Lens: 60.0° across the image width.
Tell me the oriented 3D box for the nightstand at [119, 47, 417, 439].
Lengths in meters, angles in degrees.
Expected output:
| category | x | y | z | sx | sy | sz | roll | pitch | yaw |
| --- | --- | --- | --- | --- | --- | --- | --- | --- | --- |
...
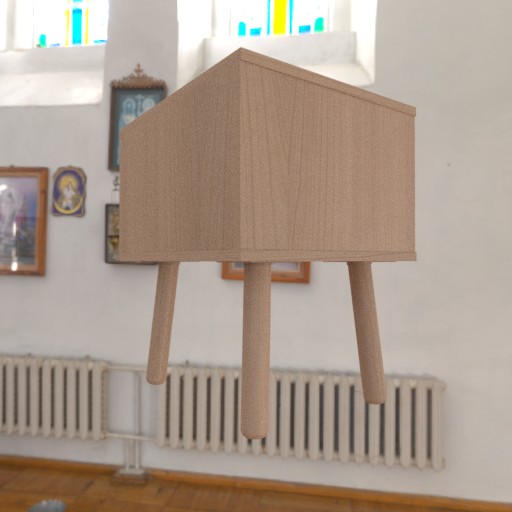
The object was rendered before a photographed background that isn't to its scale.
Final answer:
| category | x | y | z | sx | sy | sz | roll | pitch | yaw |
| --- | --- | --- | --- | --- | --- | --- | --- | --- | --- |
| nightstand | 0.000 | 0.000 | 0.859 | 0.380 | 0.530 | 0.450 | 0 | -1 | -36 |
